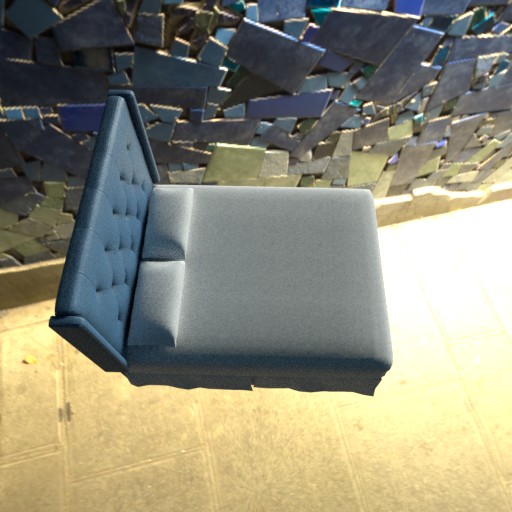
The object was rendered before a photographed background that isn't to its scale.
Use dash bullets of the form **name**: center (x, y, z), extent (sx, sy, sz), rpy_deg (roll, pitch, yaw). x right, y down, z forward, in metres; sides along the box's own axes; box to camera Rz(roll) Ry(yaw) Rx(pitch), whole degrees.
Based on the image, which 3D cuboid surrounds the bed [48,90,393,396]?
- **bed**: center (0.000, 0.000, 3.346), extent (2.078, 1.665, 1.719), rpy_deg (1, 62, 1)
